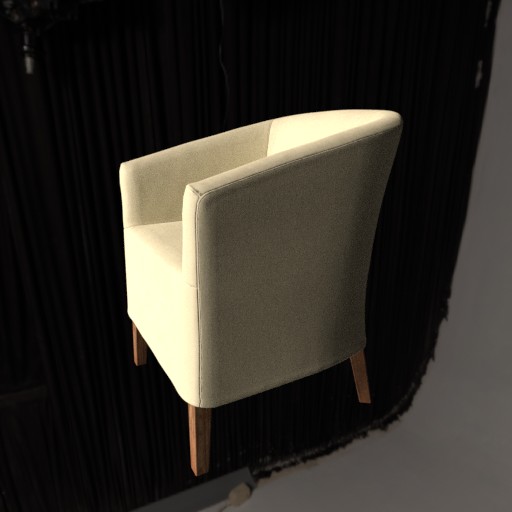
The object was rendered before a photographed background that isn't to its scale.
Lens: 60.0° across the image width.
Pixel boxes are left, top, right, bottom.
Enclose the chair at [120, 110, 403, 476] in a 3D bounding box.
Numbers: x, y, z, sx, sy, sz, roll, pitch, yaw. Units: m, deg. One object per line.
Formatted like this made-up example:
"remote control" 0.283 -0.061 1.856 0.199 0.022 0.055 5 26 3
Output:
"chair" 0.000 0.000 1.300 0.657 0.822 0.643 -9 18 -27
